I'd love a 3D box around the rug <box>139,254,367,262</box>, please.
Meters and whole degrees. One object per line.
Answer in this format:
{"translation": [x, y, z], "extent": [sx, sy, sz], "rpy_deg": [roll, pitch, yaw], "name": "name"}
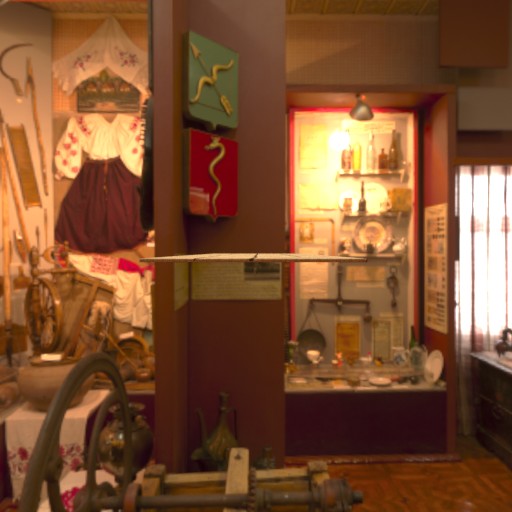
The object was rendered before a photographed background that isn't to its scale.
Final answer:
{"translation": [0.000, 0.000, 2.690], "extent": [0.762, 0.012, 2.438], "rpy_deg": [0, 1, 0], "name": "rug"}
